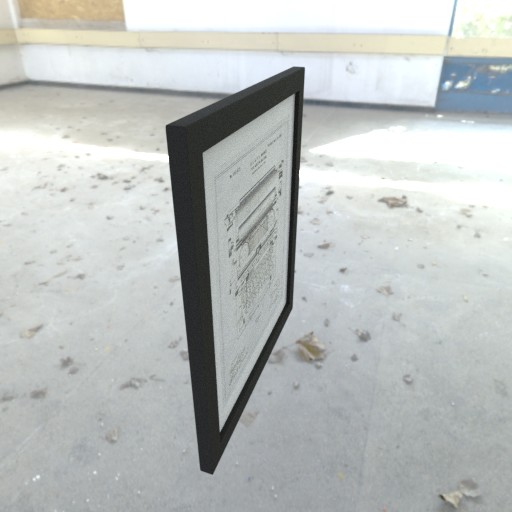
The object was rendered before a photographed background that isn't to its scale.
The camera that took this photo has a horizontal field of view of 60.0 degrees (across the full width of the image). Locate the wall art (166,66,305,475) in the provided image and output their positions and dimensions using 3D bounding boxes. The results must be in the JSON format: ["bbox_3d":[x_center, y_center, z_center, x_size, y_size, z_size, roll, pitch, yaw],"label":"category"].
[{"bbox_3d":[0.000,0.000,0.705,0.021,0.508,0.432,10,32,17],"label":"wall art"}]
